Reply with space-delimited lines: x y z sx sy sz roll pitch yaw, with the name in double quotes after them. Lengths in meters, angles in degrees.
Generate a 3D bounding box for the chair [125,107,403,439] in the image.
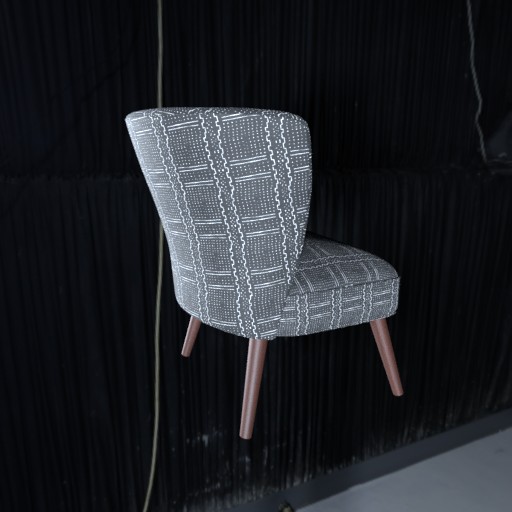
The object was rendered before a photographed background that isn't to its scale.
0.000 0.000 1.426 0.758 0.866 0.710 -7 15 -25 "chair"
